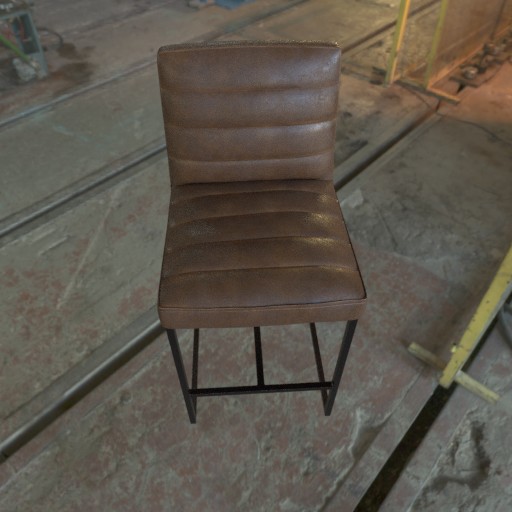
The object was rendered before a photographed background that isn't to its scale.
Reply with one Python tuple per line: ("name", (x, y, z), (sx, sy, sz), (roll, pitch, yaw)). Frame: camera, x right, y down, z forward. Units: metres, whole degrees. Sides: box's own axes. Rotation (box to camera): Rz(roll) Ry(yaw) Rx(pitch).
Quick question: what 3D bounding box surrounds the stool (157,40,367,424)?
("stool", (0.000, 0.000, 1.217), (0.463, 0.942, 0.562), (-2, 47, -2))
